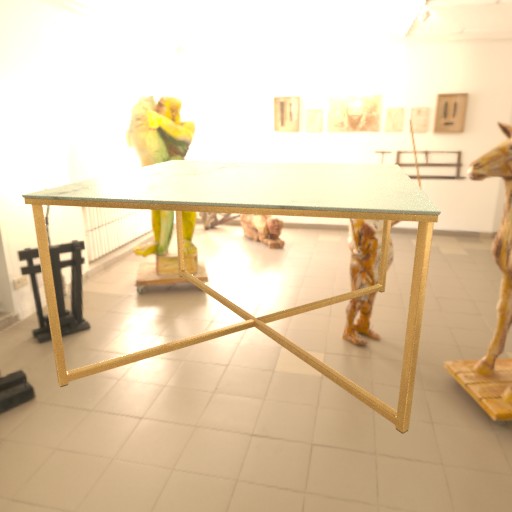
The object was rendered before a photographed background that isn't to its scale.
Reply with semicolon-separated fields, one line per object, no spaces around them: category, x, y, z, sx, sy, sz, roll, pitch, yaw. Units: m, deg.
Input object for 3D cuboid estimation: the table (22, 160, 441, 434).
table;0.000;0.000;1.256;0.800;0.450;0.800;4;18;11
